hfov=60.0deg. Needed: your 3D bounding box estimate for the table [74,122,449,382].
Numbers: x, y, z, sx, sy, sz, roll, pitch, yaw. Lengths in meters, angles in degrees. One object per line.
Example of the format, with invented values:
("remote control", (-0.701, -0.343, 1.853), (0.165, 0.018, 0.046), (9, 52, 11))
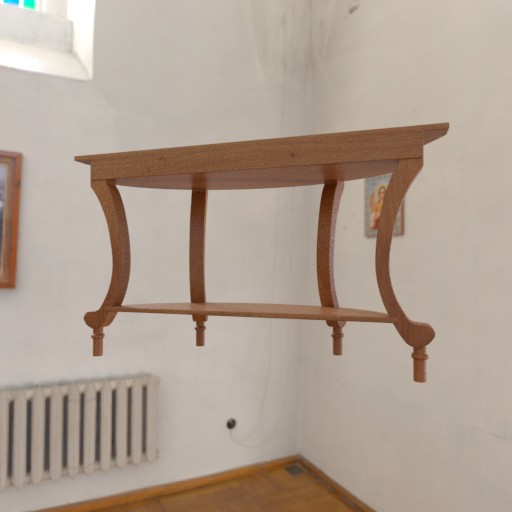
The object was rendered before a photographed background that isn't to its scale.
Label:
("table", (0.000, 0.000, 1.533), (1.198, 0.692, 0.394), (0, -1, 18))
